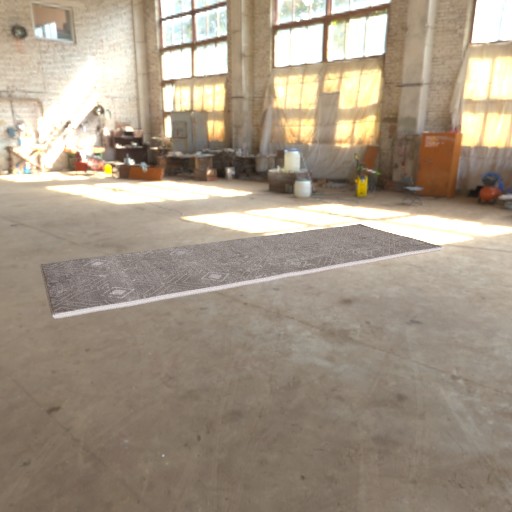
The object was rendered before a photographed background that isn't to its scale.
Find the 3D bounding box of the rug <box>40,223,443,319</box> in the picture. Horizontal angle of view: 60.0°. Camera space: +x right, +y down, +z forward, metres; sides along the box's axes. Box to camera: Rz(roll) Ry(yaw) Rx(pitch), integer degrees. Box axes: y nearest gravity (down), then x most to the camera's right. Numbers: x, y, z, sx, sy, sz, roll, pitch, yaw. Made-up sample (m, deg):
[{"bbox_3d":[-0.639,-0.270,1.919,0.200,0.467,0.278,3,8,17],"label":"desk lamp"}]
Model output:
[{"bbox_3d":[0.000,0.000,2.742,2.381,0.035,0.832,-8,18,-27],"label":"rug"}]
